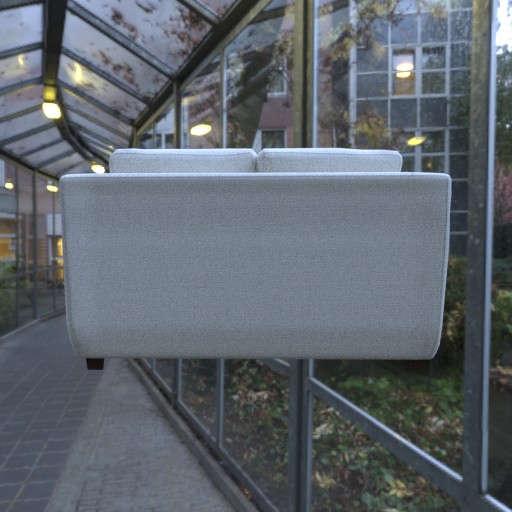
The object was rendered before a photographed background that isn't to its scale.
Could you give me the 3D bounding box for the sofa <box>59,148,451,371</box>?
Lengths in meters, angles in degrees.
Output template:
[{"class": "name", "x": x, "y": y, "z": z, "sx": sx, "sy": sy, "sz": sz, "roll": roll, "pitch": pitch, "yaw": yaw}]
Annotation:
[{"class": "sofa", "x": 0.000, "y": 0.000, "z": 2.414, "sx": 1.744, "sy": 1.047, "sz": 1.040, "roll": 0, "pitch": 1, "yaw": 1}]
